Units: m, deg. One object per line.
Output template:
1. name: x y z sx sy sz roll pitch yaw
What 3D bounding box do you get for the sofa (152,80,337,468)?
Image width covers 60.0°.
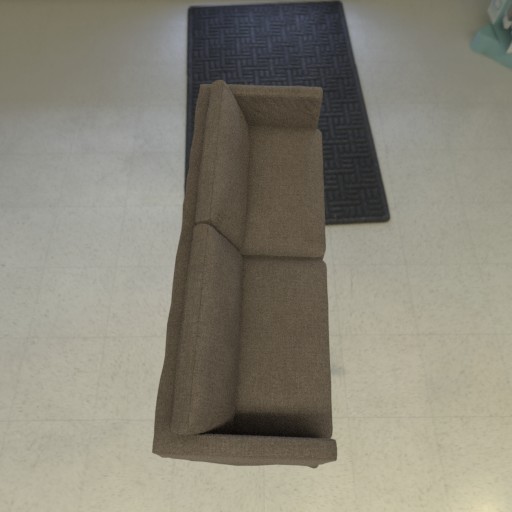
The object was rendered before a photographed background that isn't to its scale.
1. sofa: 0.000 0.000 3.264 1.036 0.998 2.779 2 63 1
